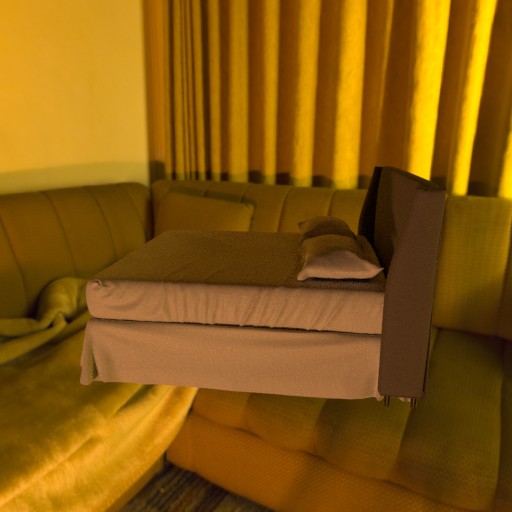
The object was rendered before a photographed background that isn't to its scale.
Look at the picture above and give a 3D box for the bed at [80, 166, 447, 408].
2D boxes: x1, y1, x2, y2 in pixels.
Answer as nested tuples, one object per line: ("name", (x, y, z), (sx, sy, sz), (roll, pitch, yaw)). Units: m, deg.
("bed", (0.000, 0.000, 3.496), (2.276, 1.332, 1.925), (2, 15, 8))
